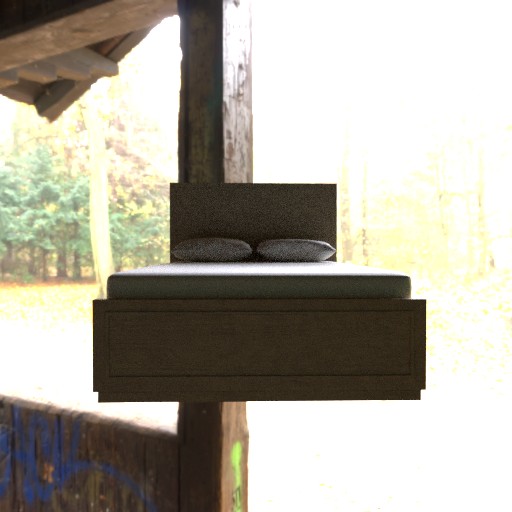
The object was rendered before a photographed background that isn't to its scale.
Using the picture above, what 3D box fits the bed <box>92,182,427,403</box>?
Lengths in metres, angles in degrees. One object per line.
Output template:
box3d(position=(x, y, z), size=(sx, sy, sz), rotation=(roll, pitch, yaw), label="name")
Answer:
box3d(position=(0.000, 0.000, 3.212), size=(1.606, 1.369, 2.189), rotation=(0, 1, -1), label="bed")
